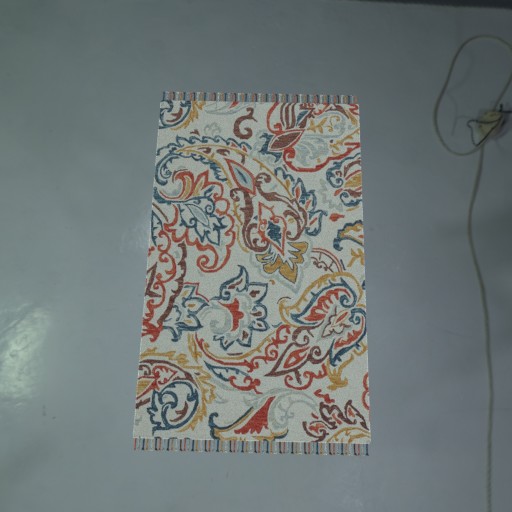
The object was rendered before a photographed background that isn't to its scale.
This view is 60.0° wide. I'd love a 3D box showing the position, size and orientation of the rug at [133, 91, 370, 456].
[{"bbox_3d":[0.000,0.000,3.129,1.523,0.010,2.584,1,76,0],"label":"rug"}]
